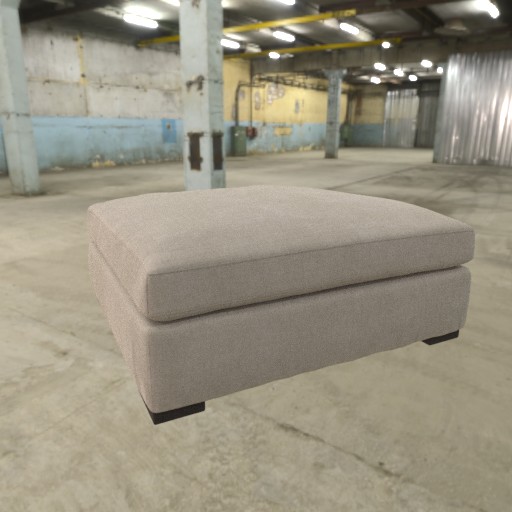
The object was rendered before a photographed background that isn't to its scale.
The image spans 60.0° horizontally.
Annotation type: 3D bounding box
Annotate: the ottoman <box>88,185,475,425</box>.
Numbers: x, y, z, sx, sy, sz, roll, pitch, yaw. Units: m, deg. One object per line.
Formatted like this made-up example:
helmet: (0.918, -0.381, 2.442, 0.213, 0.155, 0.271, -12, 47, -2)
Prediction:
ottoman: (0.000, 0.000, 1.807, 1.203, 0.517, 1.171, -8, 17, -26)
